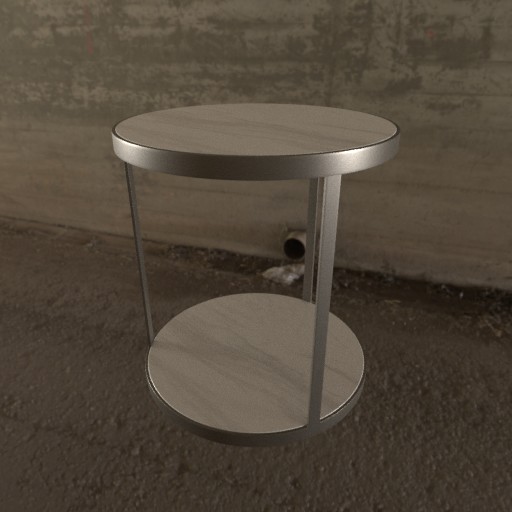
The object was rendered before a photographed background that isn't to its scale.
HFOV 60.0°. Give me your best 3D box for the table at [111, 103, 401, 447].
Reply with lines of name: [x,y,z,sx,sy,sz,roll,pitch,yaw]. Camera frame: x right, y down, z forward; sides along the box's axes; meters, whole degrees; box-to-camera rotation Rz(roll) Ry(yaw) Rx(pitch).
table: [0.000,0.000,0.817,0.445,0.479,0.445,0,27,0]
